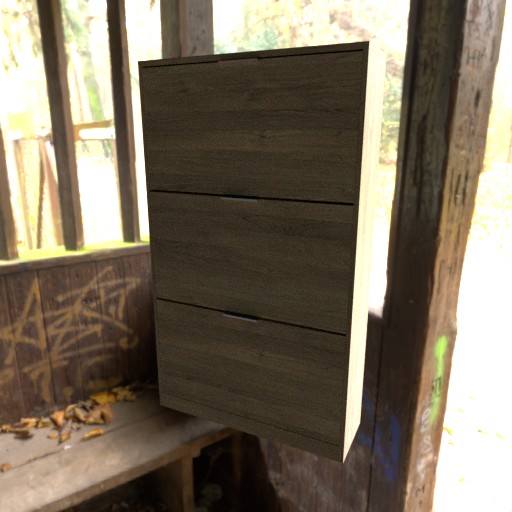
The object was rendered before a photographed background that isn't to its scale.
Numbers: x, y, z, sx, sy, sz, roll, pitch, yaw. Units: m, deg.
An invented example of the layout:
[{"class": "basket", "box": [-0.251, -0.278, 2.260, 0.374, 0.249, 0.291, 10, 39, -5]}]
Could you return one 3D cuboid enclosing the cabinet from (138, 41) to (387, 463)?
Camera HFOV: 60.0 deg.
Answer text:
[{"class": "cabinet", "box": [0.000, 0.000, 1.550, 0.750, 1.280, 0.250, 7, 17, 25]}]
